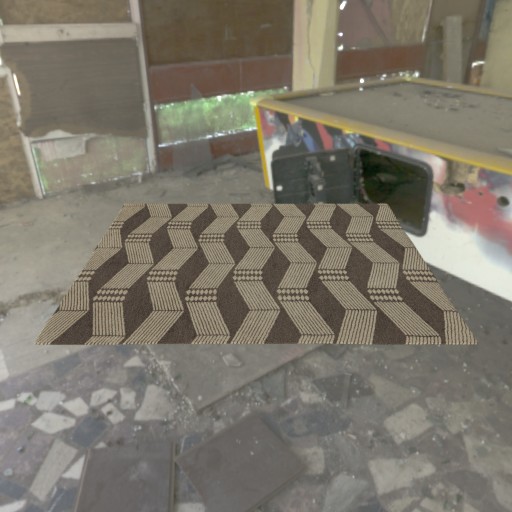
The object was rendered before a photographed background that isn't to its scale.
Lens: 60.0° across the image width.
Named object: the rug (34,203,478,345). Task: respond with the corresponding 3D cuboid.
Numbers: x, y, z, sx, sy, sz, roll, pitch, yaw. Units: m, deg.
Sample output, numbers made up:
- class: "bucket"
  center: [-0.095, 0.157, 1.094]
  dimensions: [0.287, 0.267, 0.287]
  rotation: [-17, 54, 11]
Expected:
- class: "rug"
  center: [0.000, 0.000, 4.082]
  dimensions: [3.048, 0.016, 2.438]
  rotation: [0, 30, 0]
